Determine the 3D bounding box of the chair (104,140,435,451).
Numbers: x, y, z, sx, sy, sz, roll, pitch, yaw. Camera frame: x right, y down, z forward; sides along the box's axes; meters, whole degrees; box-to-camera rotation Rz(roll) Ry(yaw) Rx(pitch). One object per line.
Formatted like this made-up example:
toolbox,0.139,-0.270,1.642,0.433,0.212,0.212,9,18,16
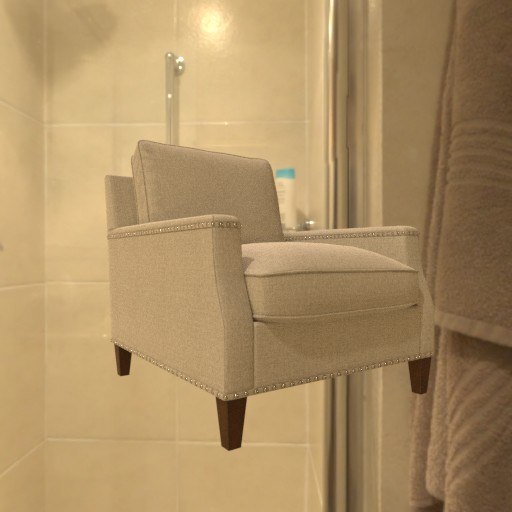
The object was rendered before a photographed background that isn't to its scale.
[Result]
chair,0.000,0.000,1.674,0.853,0.943,1.014,0,0,-35
